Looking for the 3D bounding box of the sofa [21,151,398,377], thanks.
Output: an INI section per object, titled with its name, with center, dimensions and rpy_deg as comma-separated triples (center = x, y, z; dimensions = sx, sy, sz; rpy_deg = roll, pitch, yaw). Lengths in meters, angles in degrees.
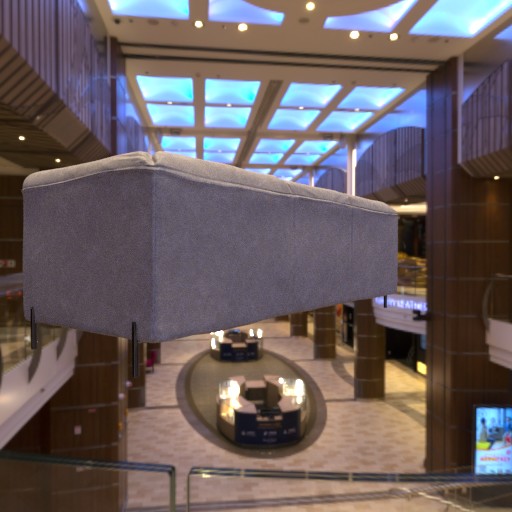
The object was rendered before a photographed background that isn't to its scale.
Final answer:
[sofa]
center = 0.000, 0.000, 2.510
dimensions = 0.899, 0.758, 2.238
rpy_deg = 0, 1, 37
